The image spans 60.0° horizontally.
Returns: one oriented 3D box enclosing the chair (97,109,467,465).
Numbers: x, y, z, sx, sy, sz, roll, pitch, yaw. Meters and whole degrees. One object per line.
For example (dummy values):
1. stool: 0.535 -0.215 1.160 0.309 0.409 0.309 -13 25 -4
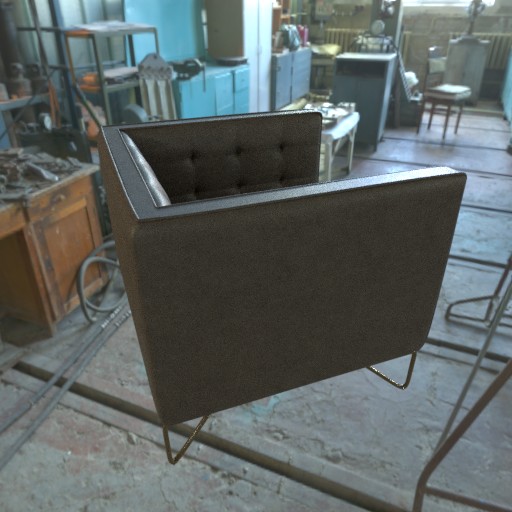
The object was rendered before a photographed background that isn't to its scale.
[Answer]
1. chair: 0.000 0.000 1.547 0.894 0.790 0.880 -11 32 -19
